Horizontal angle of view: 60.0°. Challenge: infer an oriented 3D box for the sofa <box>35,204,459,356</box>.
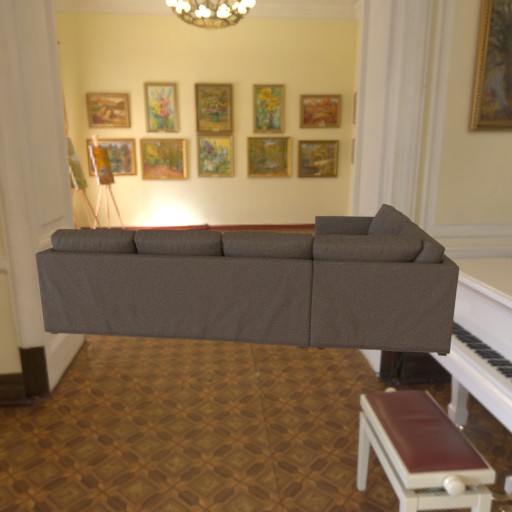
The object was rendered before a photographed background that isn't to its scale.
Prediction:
[{"bbox_3d":[0.000,0.000,4.477,3.182,0.871,2.432,2,13,7],"label":"sofa"}]
